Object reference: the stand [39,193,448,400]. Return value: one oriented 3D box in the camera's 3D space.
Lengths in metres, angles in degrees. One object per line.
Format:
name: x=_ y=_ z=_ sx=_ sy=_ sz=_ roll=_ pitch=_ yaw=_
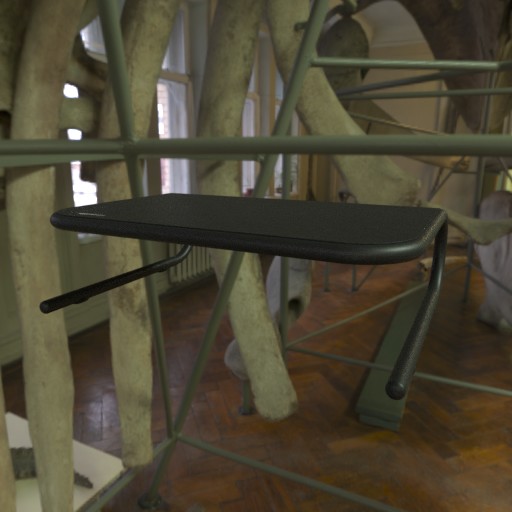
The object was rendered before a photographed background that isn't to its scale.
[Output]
stand: x=0.000 y=0.000 z=0.490 sx=0.370 sy=0.108 sz=0.280 roll=7 pitch=15 yaw=26
